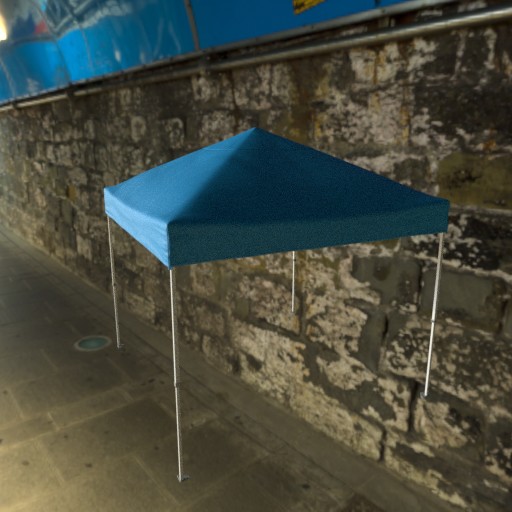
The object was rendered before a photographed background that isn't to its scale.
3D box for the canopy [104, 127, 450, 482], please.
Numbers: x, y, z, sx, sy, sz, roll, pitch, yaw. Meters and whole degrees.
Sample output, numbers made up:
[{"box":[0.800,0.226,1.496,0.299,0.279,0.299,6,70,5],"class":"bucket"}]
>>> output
[{"box":[0.000,0.000,5.364,2.996,2.997,2.998,-7,16,-26],"class":"canopy"}]
